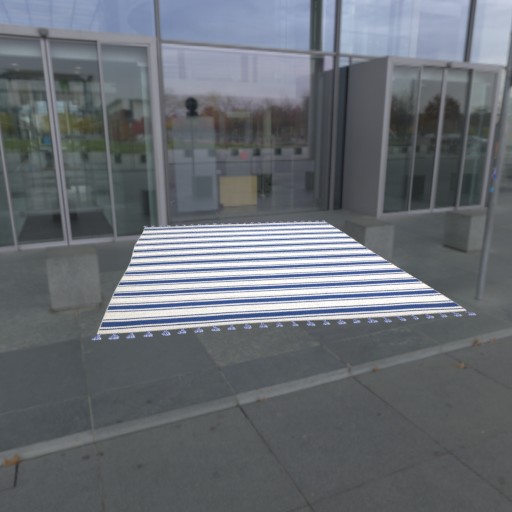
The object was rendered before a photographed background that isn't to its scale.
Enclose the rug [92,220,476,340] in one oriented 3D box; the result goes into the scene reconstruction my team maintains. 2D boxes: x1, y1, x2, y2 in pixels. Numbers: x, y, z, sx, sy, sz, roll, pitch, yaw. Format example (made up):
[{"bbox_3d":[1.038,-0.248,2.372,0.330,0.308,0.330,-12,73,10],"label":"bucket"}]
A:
[{"bbox_3d":[0.000,0.000,4.394,2.471,0.016,3.416,-2,16,-8],"label":"rug"}]
